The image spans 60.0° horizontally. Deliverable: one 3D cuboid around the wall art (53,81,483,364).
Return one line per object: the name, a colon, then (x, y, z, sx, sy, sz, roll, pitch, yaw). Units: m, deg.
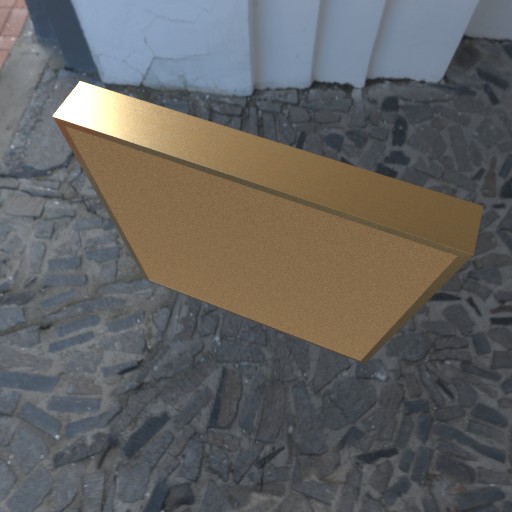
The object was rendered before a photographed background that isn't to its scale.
wall art: (0.000, 0.000, 0.443, 0.304, 0.304, 0.038, 20, 65, 9)
